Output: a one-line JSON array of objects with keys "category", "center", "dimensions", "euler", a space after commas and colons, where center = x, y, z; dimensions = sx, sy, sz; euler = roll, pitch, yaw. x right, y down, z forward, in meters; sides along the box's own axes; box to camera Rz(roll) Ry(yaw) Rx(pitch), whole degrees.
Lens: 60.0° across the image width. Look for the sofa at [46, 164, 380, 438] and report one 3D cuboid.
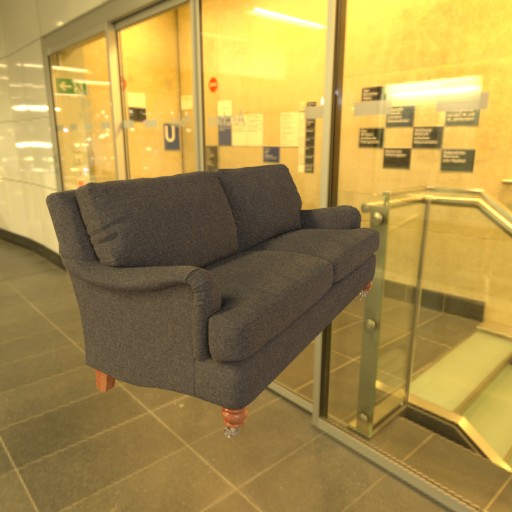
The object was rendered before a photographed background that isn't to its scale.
[{"category": "sofa", "center": [0.000, 0.000, 2.778], "dimensions": [1.087, 1.054, 2.160], "euler": [8, 16, 28]}]
